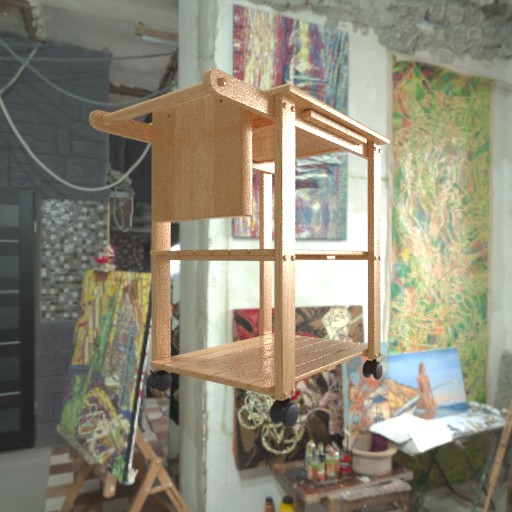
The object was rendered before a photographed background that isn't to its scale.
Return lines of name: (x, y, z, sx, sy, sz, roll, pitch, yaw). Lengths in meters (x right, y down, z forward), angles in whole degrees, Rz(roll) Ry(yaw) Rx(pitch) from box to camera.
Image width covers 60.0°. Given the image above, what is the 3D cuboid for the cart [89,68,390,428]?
cart: (0.000, 0.000, 1.344, 0.520, 0.816, 0.843, 0, 0, 38)
